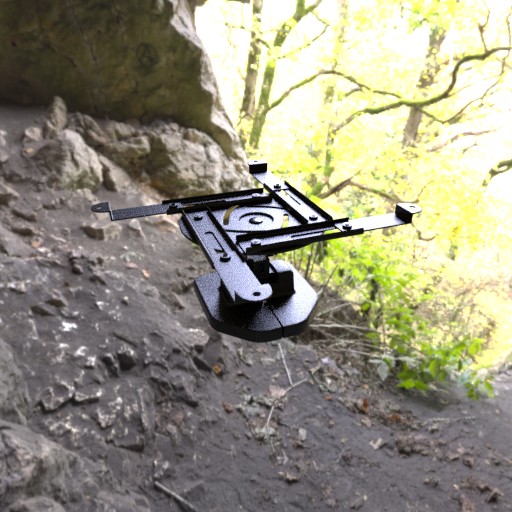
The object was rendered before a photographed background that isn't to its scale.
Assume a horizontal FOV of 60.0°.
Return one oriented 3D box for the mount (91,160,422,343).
[{"bbox_3d":[0.000,0.000,0.597,0.394,0.141,0.394,-10,30,-18],"label":"mount"}]
